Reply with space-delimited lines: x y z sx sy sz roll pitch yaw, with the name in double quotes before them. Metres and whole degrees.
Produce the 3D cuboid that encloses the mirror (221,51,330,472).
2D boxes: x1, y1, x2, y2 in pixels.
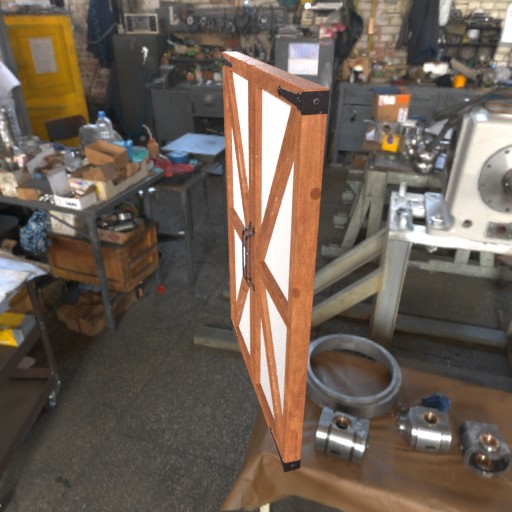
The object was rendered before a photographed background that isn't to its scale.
"mirror" 0.000 0.000 0.957 0.053 0.761 0.517 -8 31 -13
